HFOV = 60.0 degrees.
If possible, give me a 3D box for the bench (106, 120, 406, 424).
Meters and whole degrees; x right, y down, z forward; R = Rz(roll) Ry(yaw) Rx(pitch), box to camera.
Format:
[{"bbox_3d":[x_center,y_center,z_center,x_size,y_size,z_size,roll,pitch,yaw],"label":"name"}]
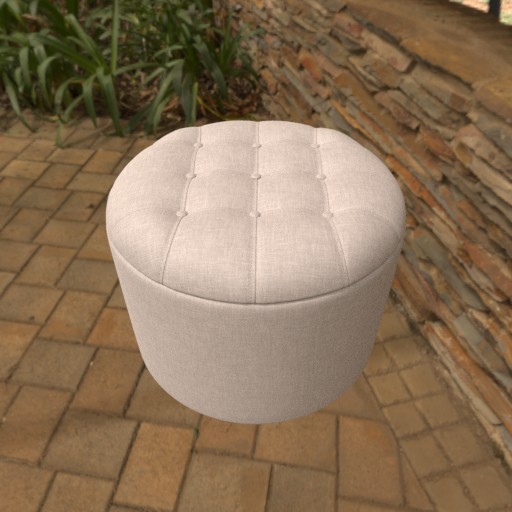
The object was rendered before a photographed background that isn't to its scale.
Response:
[{"bbox_3d":[0.000,0.000,1.008,0.600,0.453,0.600,0,41,0],"label":"bench"}]
